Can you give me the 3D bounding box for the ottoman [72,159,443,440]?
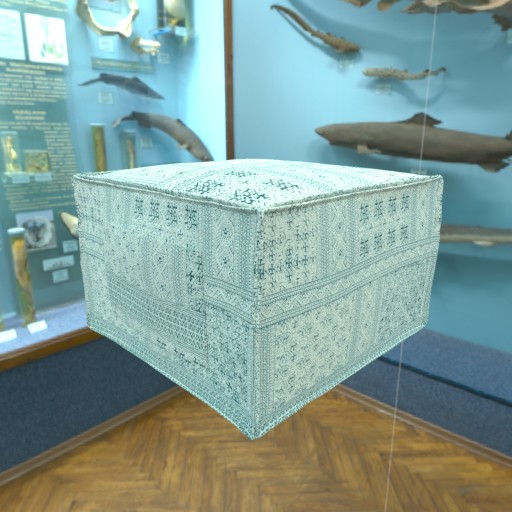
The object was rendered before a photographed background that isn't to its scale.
[{"bbox_3d":[0.000,0.000,1.060,0.626,0.439,0.617,-15,22,-43],"label":"ottoman"}]
